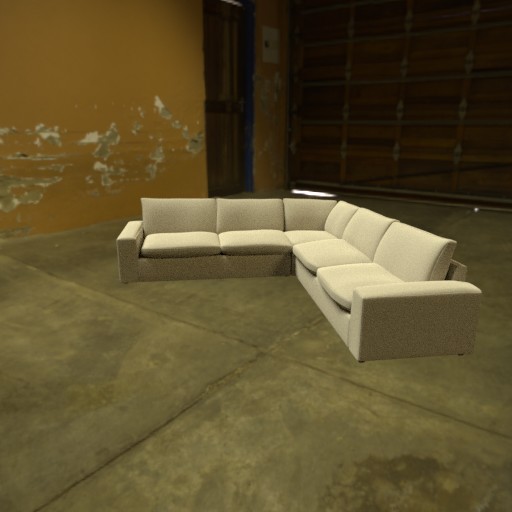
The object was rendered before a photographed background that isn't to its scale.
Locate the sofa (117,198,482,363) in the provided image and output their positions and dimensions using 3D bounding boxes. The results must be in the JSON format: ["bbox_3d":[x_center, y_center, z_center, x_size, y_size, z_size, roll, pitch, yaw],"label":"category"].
[{"bbox_3d":[0.000,0.000,4.747,3.066,0.918,3.206,-2,16,-8],"label":"sofa"}]
